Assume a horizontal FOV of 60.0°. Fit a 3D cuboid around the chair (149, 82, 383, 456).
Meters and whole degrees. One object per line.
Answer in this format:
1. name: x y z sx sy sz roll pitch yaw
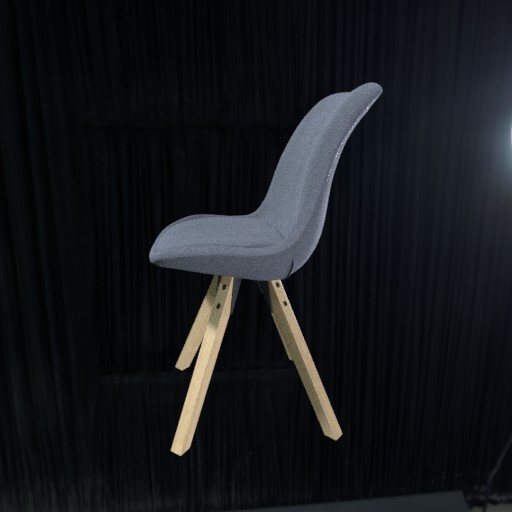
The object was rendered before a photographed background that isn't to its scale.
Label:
1. chair: 0.000 0.000 1.187 0.550 0.850 0.485 -2 15 -8
